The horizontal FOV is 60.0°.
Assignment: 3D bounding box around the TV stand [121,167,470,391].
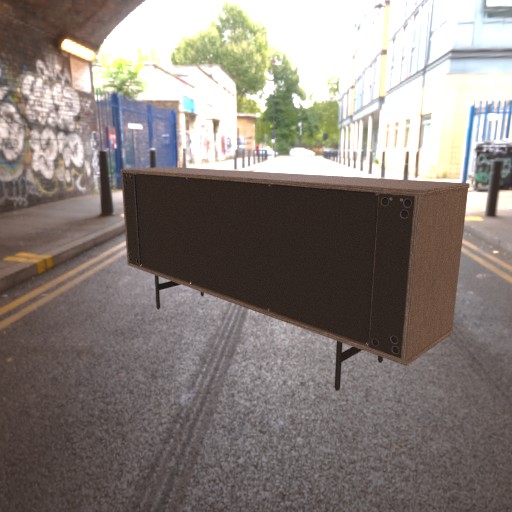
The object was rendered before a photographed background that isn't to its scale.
[{"bbox_3d":[0.000,0.000,2.168,0.405,0.787,1.804,-13,19,-43],"label":"TV stand"}]
